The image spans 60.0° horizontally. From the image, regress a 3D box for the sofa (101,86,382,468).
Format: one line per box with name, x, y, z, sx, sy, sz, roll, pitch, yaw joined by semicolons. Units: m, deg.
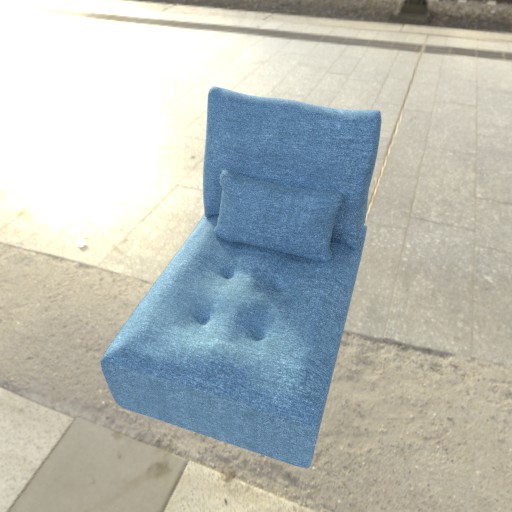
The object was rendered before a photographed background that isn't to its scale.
sofa;0.000;0.000;1.576;0.700;0.820;1.000;13;43;14
